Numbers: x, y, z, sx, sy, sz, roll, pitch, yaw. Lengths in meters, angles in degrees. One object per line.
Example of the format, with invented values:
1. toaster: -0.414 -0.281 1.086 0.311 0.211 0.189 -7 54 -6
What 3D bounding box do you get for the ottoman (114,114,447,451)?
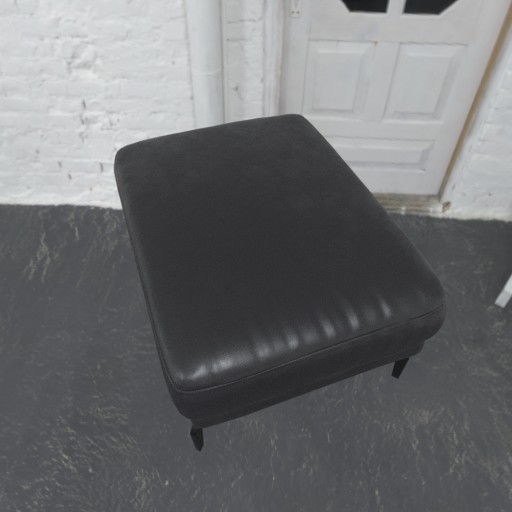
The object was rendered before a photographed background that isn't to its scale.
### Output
1. ottoman: 0.000 0.000 1.115 0.570 0.402 0.764 -15 49 -14
